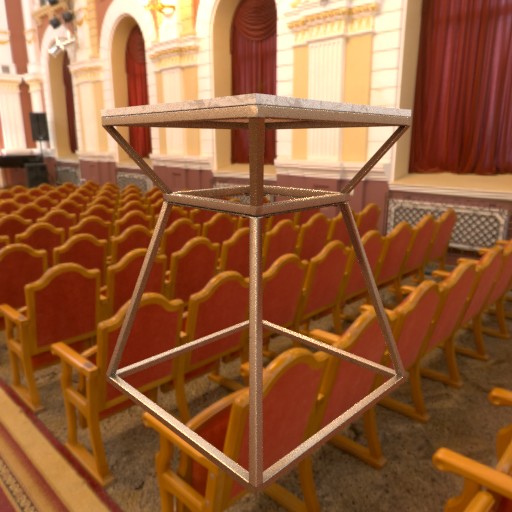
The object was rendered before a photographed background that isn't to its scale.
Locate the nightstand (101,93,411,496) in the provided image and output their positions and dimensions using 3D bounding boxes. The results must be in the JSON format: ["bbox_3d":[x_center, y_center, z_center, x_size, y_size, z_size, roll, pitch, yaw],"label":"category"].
[{"bbox_3d":[0.000,0.000,0.883,0.455,0.554,0.455,-14,20,-43],"label":"nightstand"}]
